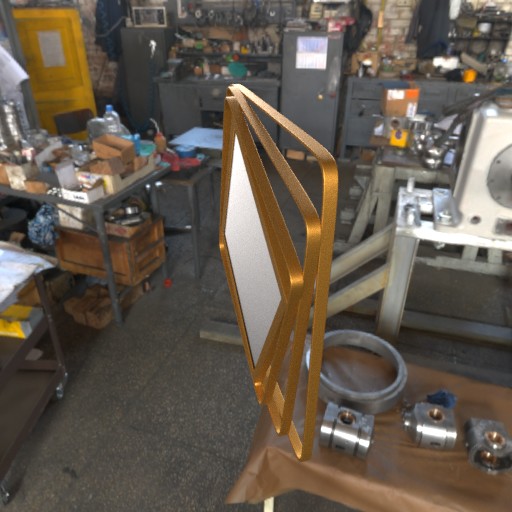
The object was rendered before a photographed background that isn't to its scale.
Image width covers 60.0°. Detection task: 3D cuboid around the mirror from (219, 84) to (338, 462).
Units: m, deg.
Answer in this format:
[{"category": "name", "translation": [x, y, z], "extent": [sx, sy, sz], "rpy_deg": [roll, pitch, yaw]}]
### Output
[{"category": "mirror", "translation": [0.000, 0.000, 0.717], "extent": [0.045, 0.468, 0.470], "rpy_deg": [-7, 31, -12]}]
